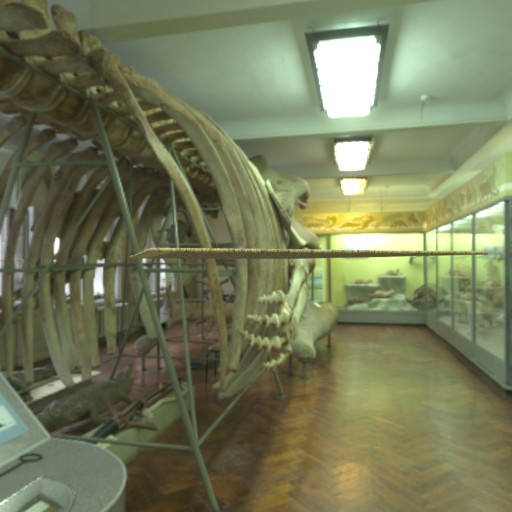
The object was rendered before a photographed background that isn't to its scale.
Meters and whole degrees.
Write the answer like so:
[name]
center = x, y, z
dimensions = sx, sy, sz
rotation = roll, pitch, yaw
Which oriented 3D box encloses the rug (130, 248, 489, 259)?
[rug]
center = 0.000, 0.000, 2.336
dimensions = 1.243, 0.014, 1.846
rotation = 0, -1, -18
